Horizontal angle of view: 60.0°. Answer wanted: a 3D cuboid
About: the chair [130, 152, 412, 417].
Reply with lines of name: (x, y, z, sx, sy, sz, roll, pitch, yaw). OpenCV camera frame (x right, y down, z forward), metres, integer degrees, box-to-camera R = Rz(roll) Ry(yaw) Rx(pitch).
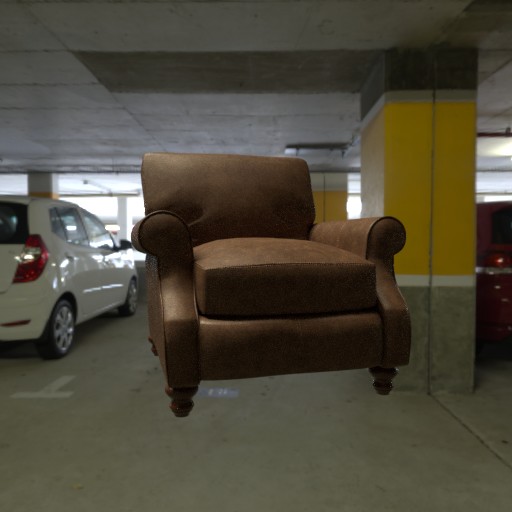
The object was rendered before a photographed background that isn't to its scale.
chair: (0.000, 0.000, 1.844, 0.996, 0.976, 1.002, 0, 1, -17)
